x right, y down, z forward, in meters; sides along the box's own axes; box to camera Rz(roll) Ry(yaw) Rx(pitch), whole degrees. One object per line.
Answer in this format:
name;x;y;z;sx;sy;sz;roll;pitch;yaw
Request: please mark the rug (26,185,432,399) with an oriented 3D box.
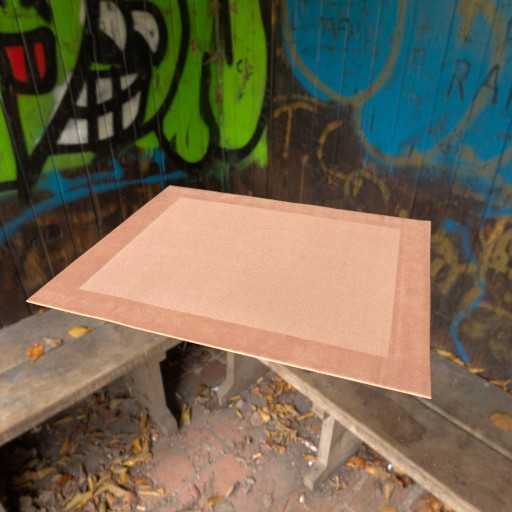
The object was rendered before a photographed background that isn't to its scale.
rug;0.000;0.000;4.078;3.057;0.021;2.431;10;34;15
